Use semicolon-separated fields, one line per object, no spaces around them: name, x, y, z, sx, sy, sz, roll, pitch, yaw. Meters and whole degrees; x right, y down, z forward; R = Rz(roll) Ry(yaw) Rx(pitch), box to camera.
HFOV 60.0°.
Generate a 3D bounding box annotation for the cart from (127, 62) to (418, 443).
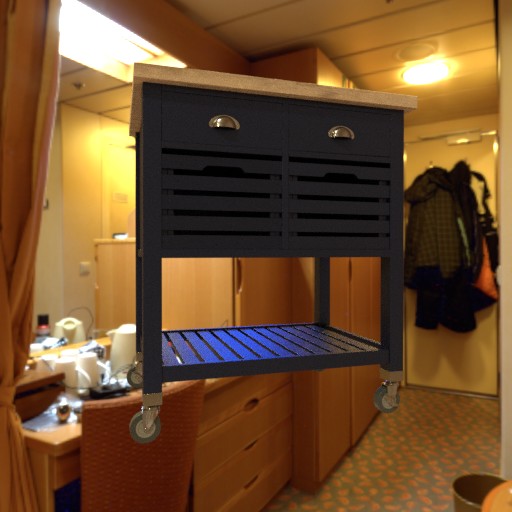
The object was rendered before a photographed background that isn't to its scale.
cart;0.000;0.000;1.431;0.797;0.920;0.567;0;1;-17
